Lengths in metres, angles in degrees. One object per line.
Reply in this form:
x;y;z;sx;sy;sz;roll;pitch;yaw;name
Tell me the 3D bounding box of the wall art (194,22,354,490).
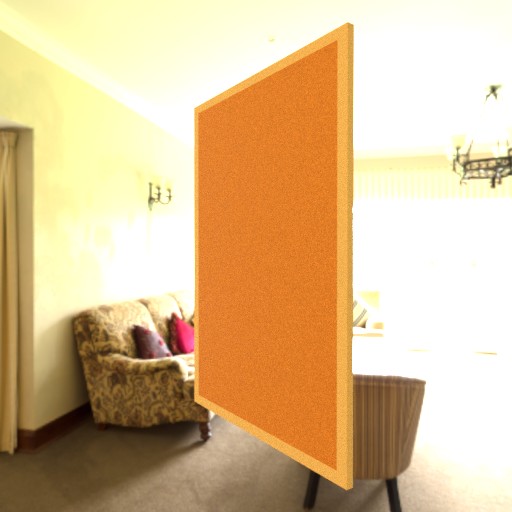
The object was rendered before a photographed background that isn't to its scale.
0.000;0.000;0.809;0.013;0.656;0.456;0;1;-36;wall art
